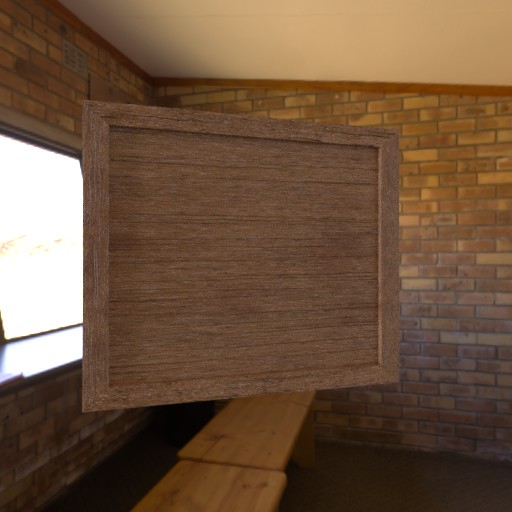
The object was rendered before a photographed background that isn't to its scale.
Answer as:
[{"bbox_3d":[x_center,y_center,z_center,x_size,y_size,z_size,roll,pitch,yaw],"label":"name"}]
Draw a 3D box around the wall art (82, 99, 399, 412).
[{"bbox_3d":[0.000,0.000,0.946,0.690,0.588,0.026,0,0,-17],"label":"wall art"}]
